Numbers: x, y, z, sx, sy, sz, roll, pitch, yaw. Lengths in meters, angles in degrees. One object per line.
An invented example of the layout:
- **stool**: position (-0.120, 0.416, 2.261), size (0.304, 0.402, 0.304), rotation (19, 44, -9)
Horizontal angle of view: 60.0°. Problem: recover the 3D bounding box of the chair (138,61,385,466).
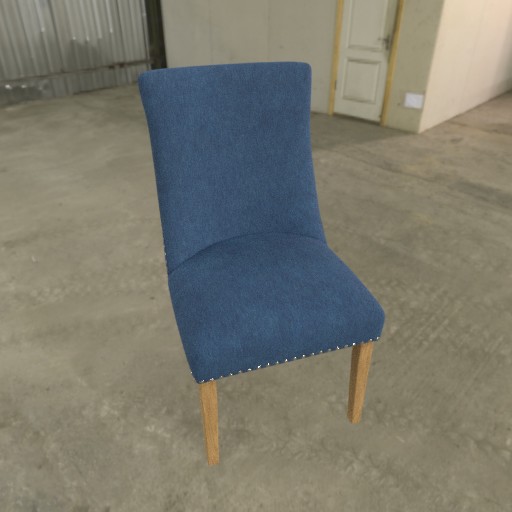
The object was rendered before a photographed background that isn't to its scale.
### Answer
- **chair**: position (0.000, 0.000, 1.227), size (0.495, 0.902, 0.610), rotation (-10, 34, -15)
